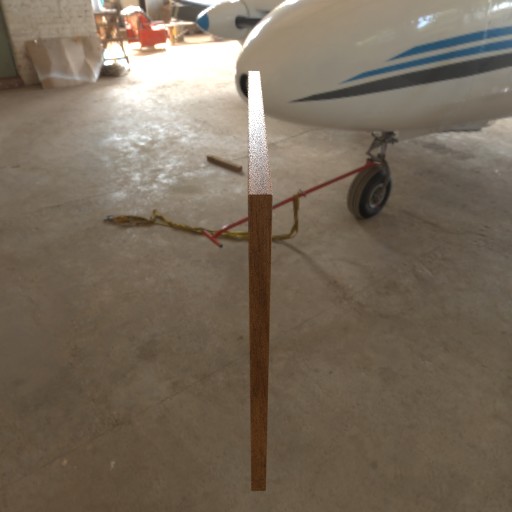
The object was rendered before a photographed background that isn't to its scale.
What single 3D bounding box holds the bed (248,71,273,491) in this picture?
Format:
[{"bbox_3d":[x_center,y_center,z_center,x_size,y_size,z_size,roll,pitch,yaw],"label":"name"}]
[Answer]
[{"bbox_3d":[0.000,0.000,1.454,0.043,0.940,1.041,0,33,-1],"label":"bed"}]
